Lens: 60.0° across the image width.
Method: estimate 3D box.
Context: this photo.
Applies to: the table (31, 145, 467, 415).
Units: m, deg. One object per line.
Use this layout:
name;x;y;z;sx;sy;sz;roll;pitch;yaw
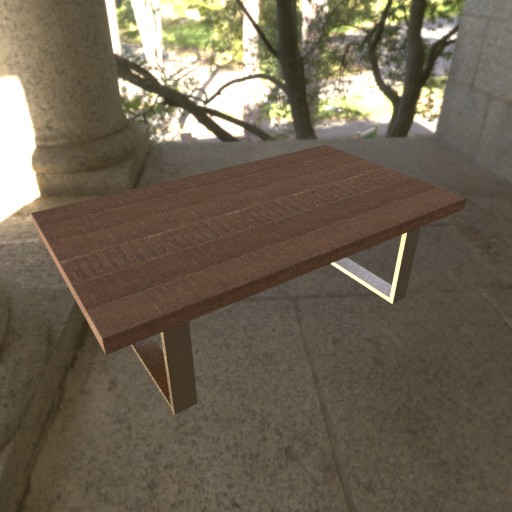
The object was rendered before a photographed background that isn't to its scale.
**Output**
table;0.000;0.000;1.750;1.400;0.440;0.800;-20;37;-29
